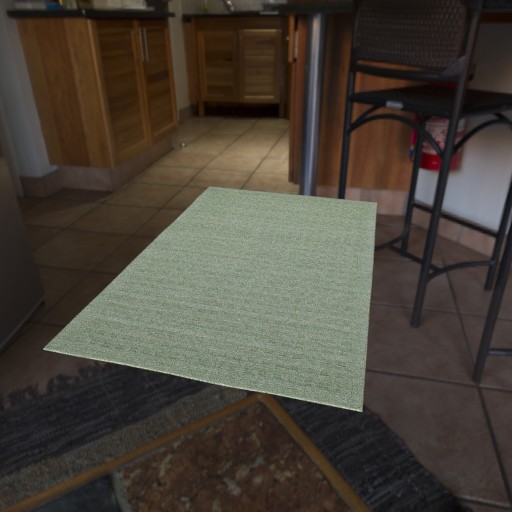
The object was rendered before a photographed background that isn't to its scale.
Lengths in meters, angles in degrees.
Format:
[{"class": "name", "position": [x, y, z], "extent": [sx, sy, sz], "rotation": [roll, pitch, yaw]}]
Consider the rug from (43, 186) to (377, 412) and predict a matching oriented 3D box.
[{"class": "rug", "position": [0.000, 0.000, 2.228], "extent": [1.143, 0.006, 1.747], "rotation": [7, 30, 13]}]
